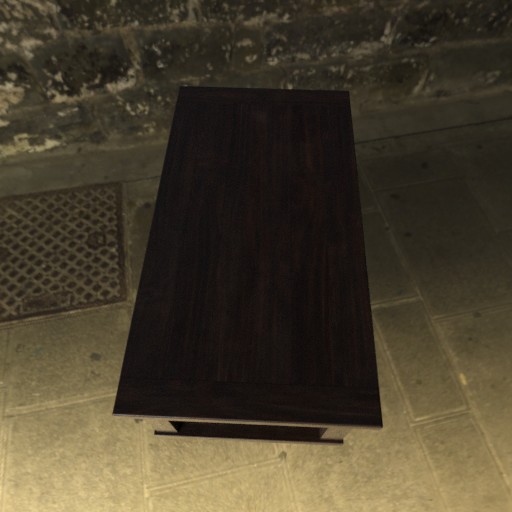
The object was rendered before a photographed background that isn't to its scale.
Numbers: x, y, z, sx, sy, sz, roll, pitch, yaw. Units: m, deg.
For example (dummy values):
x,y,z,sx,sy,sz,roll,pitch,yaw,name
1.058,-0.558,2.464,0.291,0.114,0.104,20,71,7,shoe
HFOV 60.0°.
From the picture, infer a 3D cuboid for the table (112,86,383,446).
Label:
x,y,z,sx,sy,sz,roll,pitch,yaw,name
0.000,0.000,1.645,0.700,0.494,1.270,2,58,1,table
